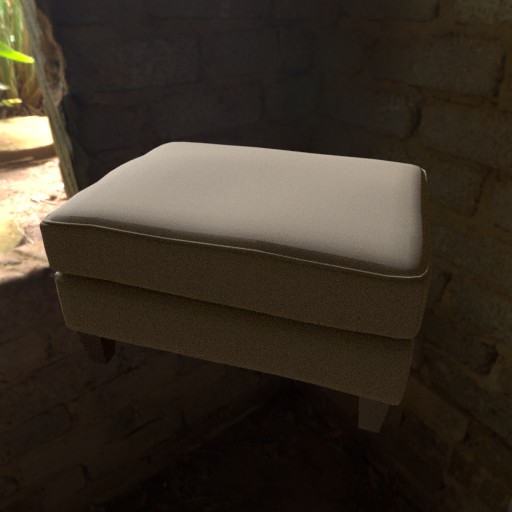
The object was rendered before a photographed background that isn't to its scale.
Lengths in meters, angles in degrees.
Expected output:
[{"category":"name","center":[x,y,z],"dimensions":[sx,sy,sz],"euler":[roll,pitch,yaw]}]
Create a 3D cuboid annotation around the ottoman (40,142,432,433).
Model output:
[{"category":"ottoman","center":[0.000,0.000,1.184],"dimensions":[0.818,0.485,0.634],"euler":[9,32,15]}]
